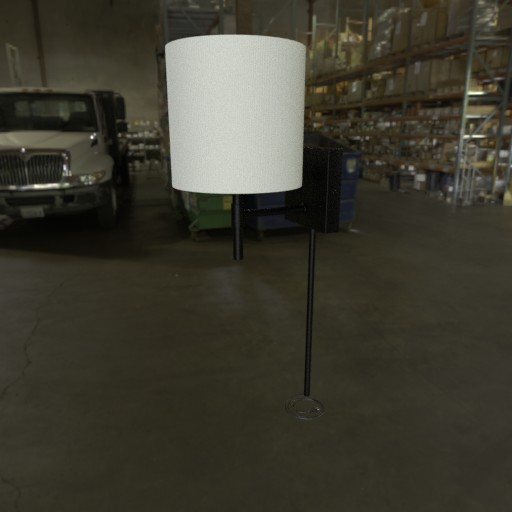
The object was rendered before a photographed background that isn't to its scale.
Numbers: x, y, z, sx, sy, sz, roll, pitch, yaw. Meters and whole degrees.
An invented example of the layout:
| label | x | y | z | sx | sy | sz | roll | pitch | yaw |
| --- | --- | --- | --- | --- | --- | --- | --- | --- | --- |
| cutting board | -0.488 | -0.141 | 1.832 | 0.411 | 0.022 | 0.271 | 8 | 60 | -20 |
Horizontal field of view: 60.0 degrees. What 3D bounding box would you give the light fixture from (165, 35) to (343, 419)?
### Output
| label | x | y | z | sx | sy | sz | roll | pitch | yaw |
| --- | --- | --- | --- | --- | --- | --- | --- | --- | --- |
| light fixture | 0.000 | 0.000 | 0.692 | 0.248 | 0.589 | 0.188 | -8 | 18 | -25 |
